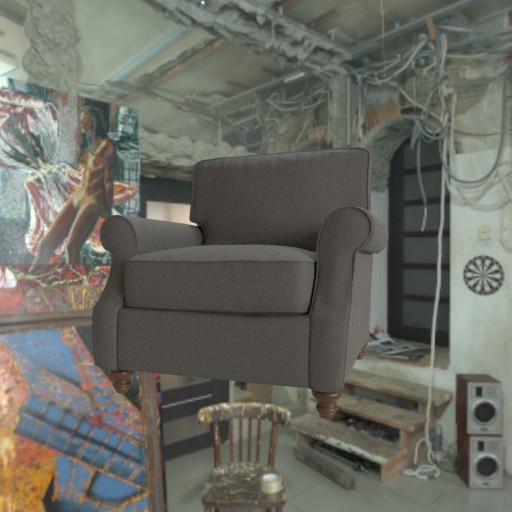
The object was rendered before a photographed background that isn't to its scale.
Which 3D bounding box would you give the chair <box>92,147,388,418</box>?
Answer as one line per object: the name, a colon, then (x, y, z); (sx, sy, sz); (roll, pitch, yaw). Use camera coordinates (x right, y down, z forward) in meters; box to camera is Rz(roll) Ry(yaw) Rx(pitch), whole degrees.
chair: (0.000, 0.000, 1.819); (1.029, 0.967, 0.966); (0, 0, 19)
